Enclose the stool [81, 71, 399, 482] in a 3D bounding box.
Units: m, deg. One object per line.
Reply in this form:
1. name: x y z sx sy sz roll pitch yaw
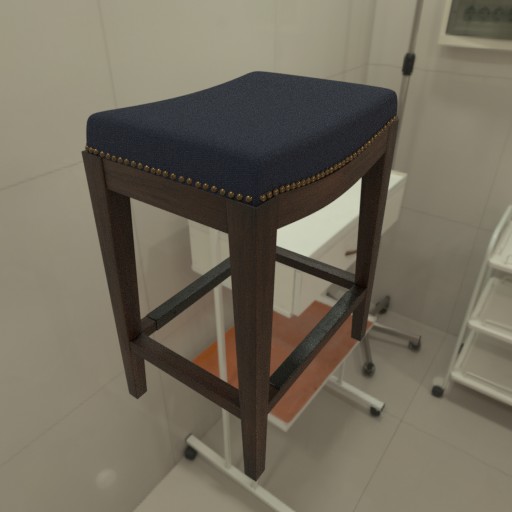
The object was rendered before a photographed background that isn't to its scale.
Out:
1. stool: 0.000 0.000 0.933 0.361 0.642 0.500 21 38 29
